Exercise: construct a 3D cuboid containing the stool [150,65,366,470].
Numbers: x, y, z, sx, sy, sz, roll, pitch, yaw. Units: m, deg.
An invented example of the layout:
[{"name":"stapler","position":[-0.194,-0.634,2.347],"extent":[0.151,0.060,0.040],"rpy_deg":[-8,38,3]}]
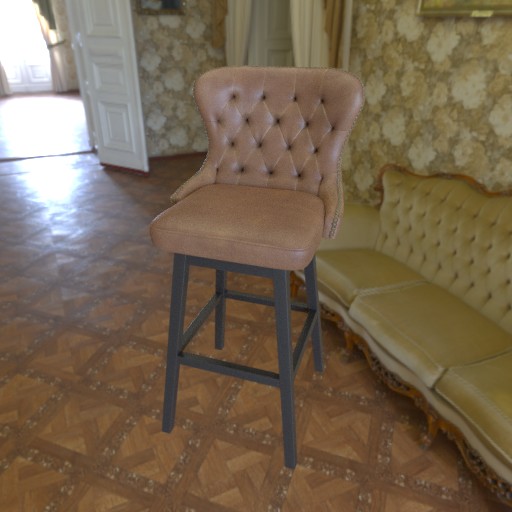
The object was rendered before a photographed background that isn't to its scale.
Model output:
[{"name":"stool","position":[0.000,0.000,1.377],"extent":[0.528,1.050,0.601],"rpy_deg":[9,29,16]}]
